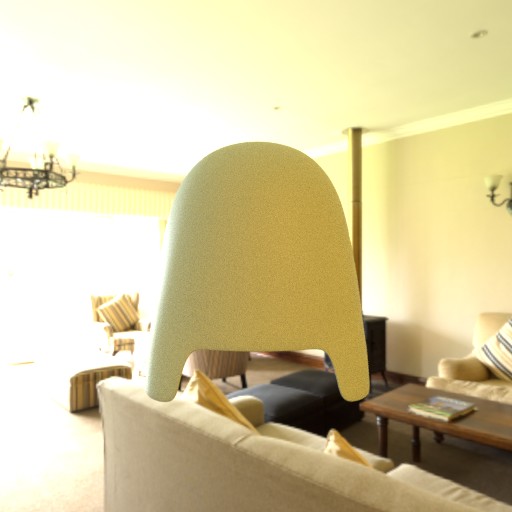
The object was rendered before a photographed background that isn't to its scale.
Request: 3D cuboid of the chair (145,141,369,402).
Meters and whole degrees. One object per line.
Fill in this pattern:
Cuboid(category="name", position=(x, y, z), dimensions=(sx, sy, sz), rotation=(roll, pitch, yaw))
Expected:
Cuboid(category="chair", position=(0.000, 0.000, 0.903), dimensions=(0.364, 0.423, 0.619), rotation=(0, -1, -1))
